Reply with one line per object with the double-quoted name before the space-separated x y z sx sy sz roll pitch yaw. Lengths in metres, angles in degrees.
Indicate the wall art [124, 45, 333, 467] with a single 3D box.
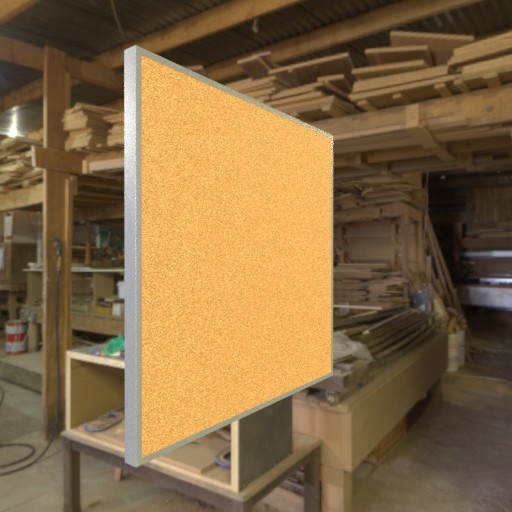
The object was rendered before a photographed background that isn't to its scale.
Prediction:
"wall art" 0.000 0.000 1.180 0.038 0.807 0.809 0 0 37
